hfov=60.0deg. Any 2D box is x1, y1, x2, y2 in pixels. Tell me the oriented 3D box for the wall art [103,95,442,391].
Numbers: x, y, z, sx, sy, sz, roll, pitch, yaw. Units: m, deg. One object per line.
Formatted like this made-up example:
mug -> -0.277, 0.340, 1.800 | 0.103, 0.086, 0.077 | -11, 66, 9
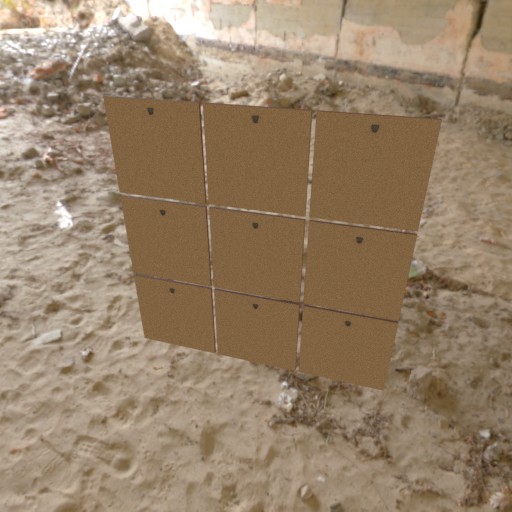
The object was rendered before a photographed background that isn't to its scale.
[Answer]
wall art -> 0.000, 0.000, 1.860 | 1.221, 1.218, 0.019 | 9, 32, 14
